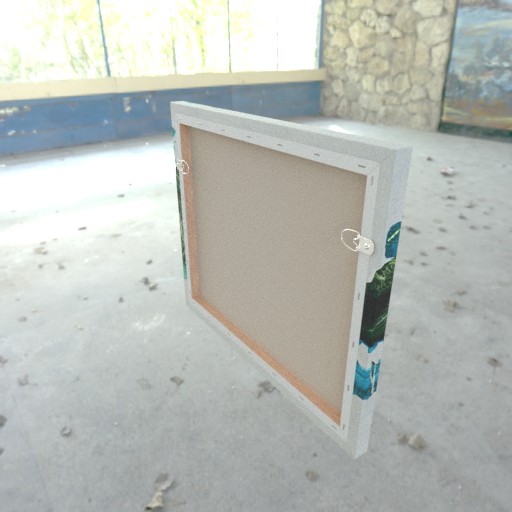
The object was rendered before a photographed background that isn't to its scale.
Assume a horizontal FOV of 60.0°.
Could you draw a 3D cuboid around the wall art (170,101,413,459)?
[{"bbox_3d":[0.000,0.000,1.014,0.043,0.610,0.711,-17,30,-32],"label":"wall art"}]
